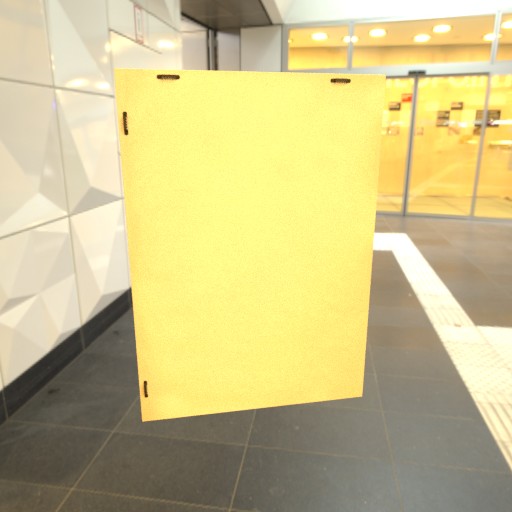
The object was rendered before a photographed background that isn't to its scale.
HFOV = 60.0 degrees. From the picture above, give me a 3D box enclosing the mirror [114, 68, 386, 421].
[{"bbox_3d":[0.000,0.000,0.923,0.507,0.710,0.040,-3,16,-10],"label":"mirror"}]
